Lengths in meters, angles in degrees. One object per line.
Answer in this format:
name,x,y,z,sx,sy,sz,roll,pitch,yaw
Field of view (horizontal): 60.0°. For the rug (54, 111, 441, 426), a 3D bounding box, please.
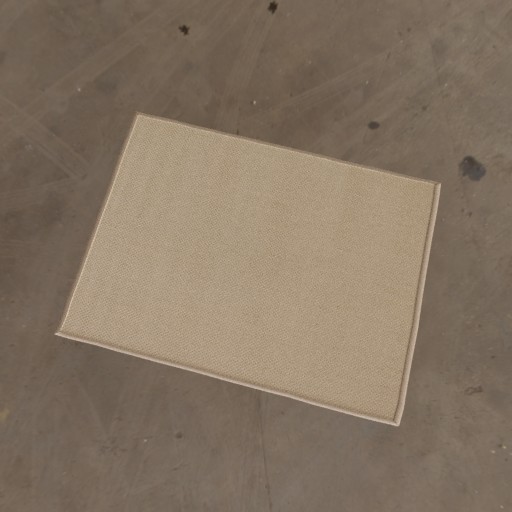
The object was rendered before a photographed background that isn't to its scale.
rug,0.000,0.000,2.732,2.081,0.020,1.525,14,77,3
